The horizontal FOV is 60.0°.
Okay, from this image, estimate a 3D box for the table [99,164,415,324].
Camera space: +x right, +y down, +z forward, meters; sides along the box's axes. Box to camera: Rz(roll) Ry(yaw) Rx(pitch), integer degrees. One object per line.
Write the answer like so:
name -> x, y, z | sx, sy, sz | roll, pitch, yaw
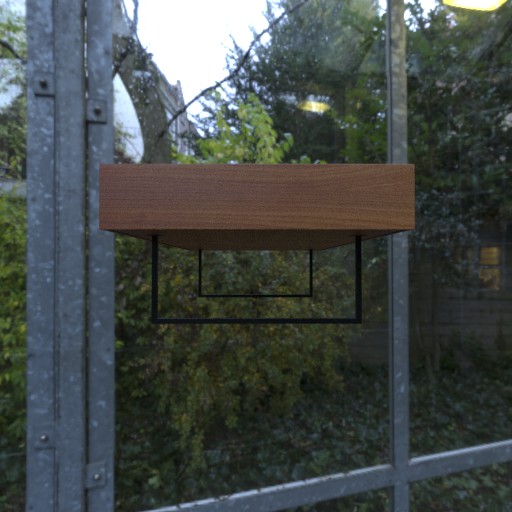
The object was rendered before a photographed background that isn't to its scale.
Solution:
table -> 0.000, 0.000, 1.451 | 0.610, 0.330, 1.194 | 0, -1, 0
